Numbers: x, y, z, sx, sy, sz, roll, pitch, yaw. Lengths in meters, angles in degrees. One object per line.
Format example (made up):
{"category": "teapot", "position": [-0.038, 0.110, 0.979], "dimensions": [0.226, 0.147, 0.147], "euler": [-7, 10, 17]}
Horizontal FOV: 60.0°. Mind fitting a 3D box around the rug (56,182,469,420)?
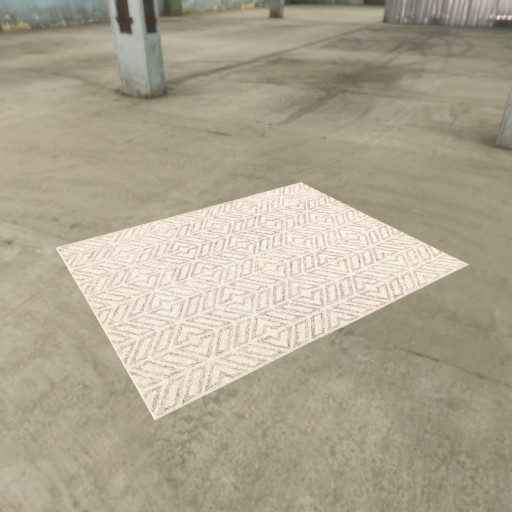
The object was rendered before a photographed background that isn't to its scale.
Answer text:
{"category": "rug", "position": [0.000, 0.000, 4.164], "dimensions": [3.045, 0.008, 2.421], "euler": [-19, 36, -29]}
